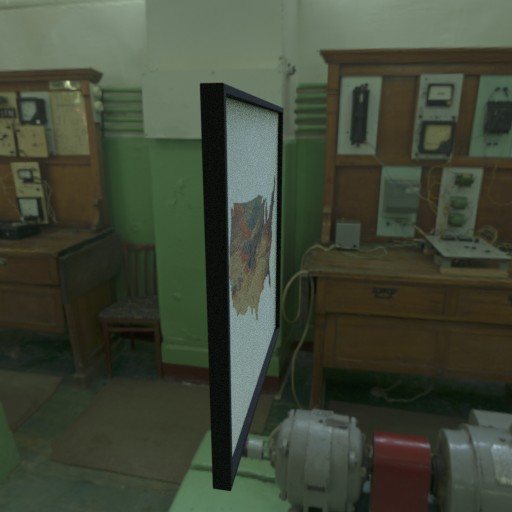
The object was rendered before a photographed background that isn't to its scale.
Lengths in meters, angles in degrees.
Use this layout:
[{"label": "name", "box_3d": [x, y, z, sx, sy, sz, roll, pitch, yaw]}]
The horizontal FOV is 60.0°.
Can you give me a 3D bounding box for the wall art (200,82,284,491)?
[{"label": "wall art", "box_3d": [0.000, 0.000, 1.143, 0.038, 0.762, 0.762, 3, 16, 10]}]
